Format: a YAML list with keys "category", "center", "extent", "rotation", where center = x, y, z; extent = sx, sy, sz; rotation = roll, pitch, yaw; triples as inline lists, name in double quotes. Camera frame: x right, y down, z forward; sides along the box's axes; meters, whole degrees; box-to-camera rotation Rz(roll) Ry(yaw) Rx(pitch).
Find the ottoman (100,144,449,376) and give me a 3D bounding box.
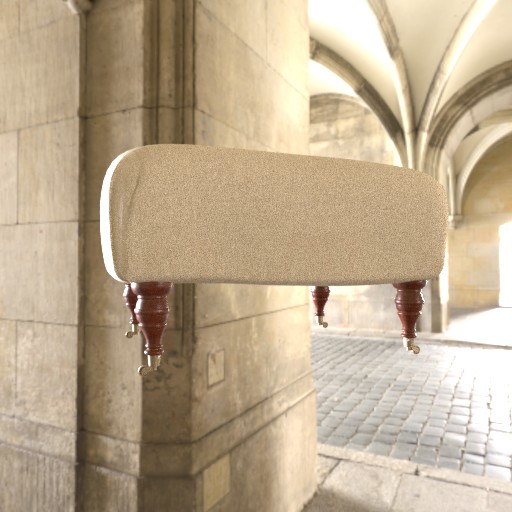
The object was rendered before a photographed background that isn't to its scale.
- category: "ottoman"
  center: [0.000, 0.000, 1.125]
  extent: [0.747, 0.450, 0.622]
  rotation: [0, -1, -19]
